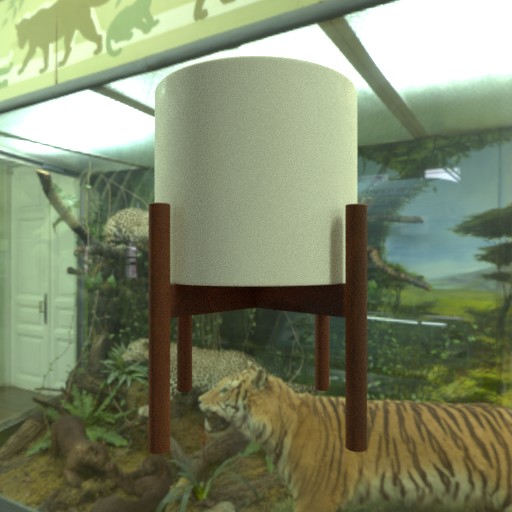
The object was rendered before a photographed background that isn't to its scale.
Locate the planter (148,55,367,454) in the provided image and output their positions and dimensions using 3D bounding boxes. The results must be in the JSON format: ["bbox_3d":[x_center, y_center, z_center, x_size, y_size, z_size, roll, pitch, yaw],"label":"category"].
[{"bbox_3d":[0.000,0.000,0.502,0.224,0.358,0.224,0,0,-1],"label":"planter"}]
